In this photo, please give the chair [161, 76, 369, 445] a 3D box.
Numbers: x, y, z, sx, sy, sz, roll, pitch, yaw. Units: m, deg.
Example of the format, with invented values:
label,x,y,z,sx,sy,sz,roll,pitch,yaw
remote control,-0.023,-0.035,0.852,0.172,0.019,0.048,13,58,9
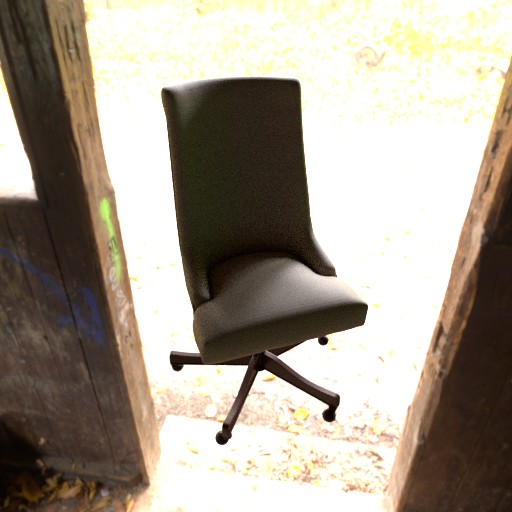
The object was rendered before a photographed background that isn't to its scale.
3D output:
label,x,y,z,sx,sy,sz,roll,pitch,yaw
chair,0.000,0.000,1.469,0.645,1.010,0.696,-11,34,-16
